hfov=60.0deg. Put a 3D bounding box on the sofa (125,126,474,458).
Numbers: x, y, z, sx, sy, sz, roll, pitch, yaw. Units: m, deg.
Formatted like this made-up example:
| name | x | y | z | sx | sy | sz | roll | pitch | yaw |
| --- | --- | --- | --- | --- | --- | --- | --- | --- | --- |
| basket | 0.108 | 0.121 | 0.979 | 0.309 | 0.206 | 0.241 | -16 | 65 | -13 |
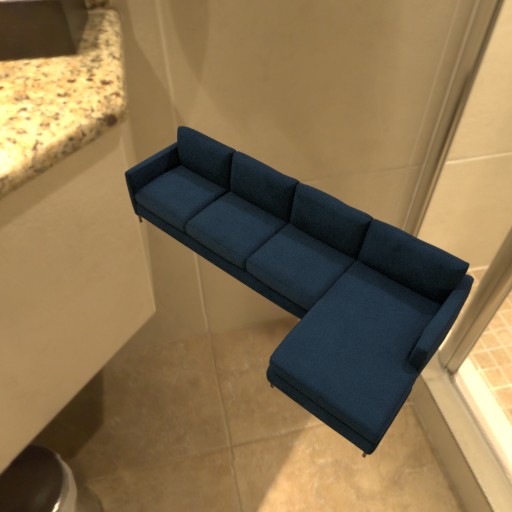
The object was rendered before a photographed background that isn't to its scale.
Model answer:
| name | x | y | z | sx | sy | sz | roll | pitch | yaw |
| --- | --- | --- | --- | --- | --- | --- | --- | --- | --- |
| sofa | 0.000 | 0.000 | 3.505 | 2.932 | 0.810 | 1.350 | 31 | 54 | 26 |
